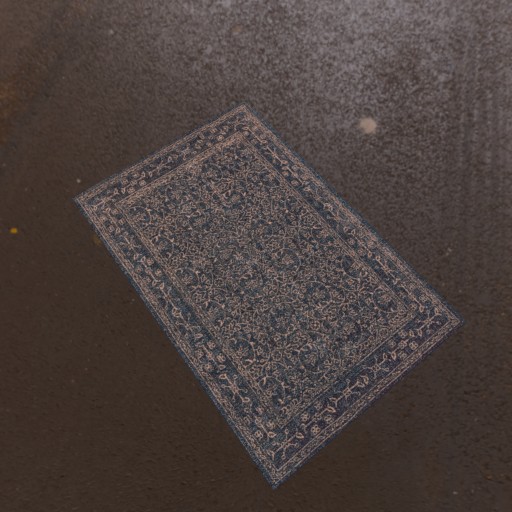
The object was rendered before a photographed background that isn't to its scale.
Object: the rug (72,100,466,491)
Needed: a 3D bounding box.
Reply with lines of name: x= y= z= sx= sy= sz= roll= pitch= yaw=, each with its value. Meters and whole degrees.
rug: x=0.000 y=0.000 z=2.318 sx=1.200 sy=0.005 sz=1.819 roll=-35 pitch=69 yaw=-15
